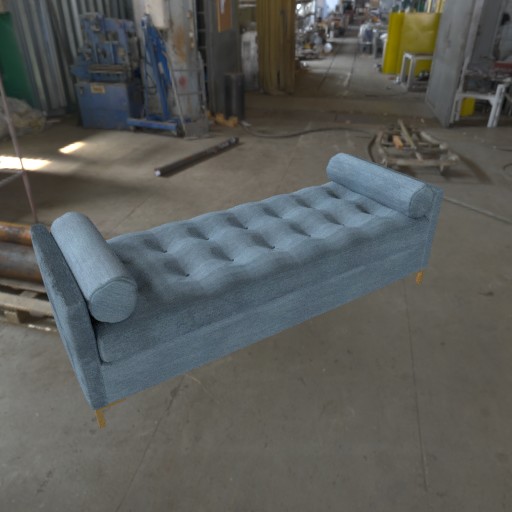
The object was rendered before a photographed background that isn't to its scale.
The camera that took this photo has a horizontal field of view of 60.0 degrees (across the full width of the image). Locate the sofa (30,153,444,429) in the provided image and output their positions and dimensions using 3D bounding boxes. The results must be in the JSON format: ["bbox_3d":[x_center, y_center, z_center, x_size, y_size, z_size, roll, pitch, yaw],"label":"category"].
[{"bbox_3d":[0.000,0.000,2.460,2.102,0.705,0.796,-18,35,-28],"label":"sofa"}]
